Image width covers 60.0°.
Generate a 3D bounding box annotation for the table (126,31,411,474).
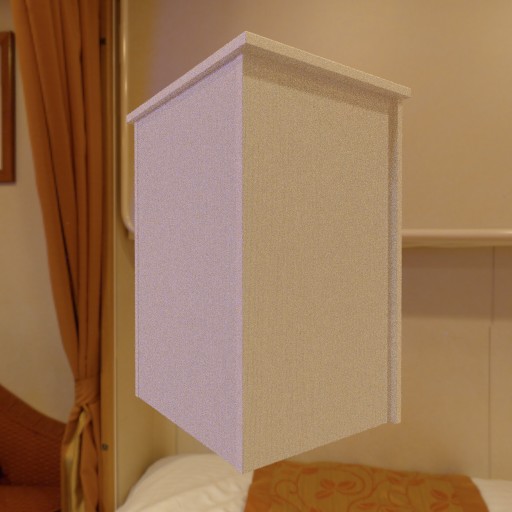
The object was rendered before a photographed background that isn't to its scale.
[{"bbox_3d":[0.000,0.000,0.927,0.381,0.635,0.480,-1,1,-36],"label":"table"}]
